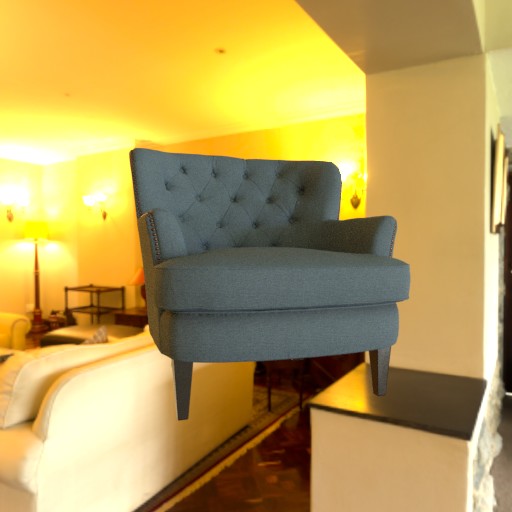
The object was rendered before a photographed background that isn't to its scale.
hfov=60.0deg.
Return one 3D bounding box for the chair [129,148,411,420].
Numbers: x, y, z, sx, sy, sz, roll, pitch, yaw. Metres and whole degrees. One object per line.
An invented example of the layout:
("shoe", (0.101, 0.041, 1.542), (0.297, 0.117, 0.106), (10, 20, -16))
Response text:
("chair", (0.000, 0.000, 1.572), (0.848, 0.868, 0.906), (0, 1, -18))
